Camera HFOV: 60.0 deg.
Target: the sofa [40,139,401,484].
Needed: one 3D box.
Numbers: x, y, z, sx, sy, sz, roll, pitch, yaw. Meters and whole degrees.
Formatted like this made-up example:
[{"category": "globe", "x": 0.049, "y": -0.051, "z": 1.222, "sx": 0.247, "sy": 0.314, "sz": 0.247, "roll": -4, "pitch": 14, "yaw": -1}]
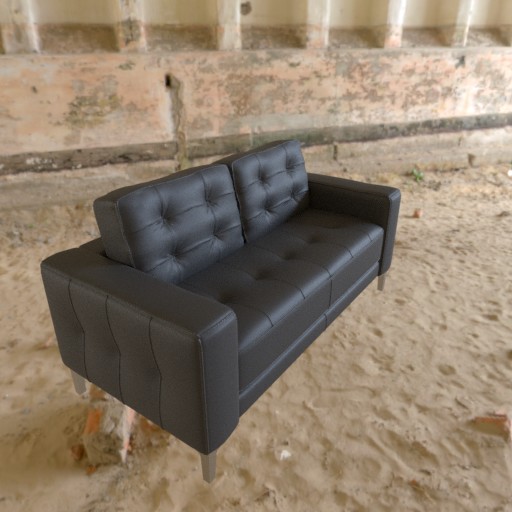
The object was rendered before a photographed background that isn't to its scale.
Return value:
[{"category": "sofa", "x": 0.000, "y": 0.000, "z": 2.148, "sx": 0.833, "sy": 0.893, "sz": 1.726, "roll": 17, "pitch": 31, "yaw": 31}]
